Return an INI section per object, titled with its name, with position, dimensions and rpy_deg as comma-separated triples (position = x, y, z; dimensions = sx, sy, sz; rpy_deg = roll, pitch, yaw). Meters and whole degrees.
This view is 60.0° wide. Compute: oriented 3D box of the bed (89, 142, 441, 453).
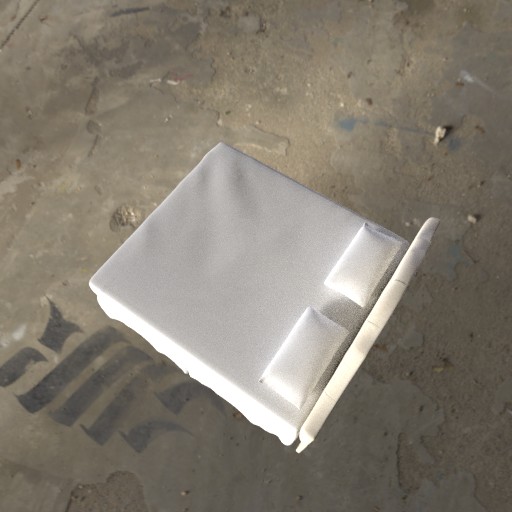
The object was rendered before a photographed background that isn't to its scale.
[bed]
position = 0.000, 0.000, 3.644
dimensions = 2.214, 1.615, 2.008
rpy_deg = 31, 66, 15
